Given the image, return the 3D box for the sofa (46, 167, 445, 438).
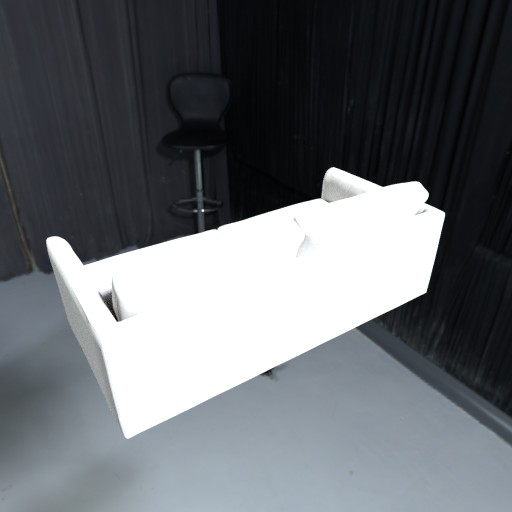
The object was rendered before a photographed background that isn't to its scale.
[{"bbox_3d":[0.000,0.000,2.833,2.588,0.838,1.090,-19,35,-28],"label":"sofa"}]
